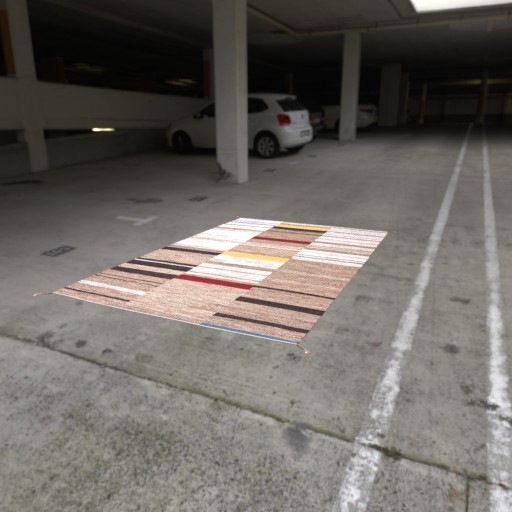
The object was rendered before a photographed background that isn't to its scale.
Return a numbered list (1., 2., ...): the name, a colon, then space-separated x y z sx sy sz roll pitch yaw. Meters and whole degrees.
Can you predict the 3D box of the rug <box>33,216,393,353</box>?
1. rug: 0.000 0.000 2.487 1.268 0.007 1.918 8 18 24
